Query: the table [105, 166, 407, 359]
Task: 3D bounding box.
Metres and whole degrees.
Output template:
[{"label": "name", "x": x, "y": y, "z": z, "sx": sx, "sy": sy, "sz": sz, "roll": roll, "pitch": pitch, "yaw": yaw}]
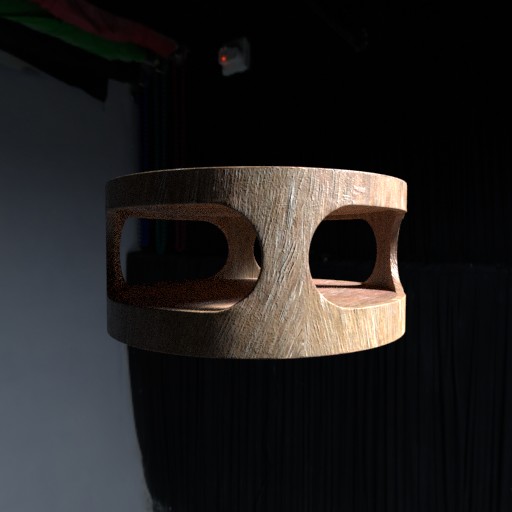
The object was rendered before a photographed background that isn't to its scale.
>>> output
[{"label": "table", "x": 0.000, "y": 0.000, "z": 1.520, "sx": 0.974, "sy": 0.450, "sz": 0.974, "roll": 0, "pitch": 2, "yaw": 0}]
